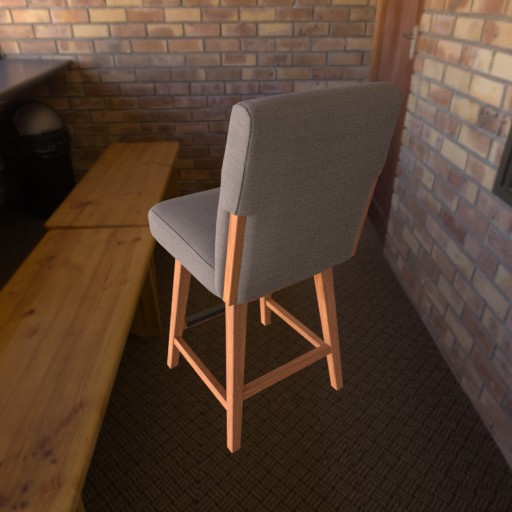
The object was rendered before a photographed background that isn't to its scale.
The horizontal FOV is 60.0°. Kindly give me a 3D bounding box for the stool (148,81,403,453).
[{"bbox_3d":[0.000,0.000,1.324,0.459,1.019,0.570,-19,36,-29],"label":"stool"}]
